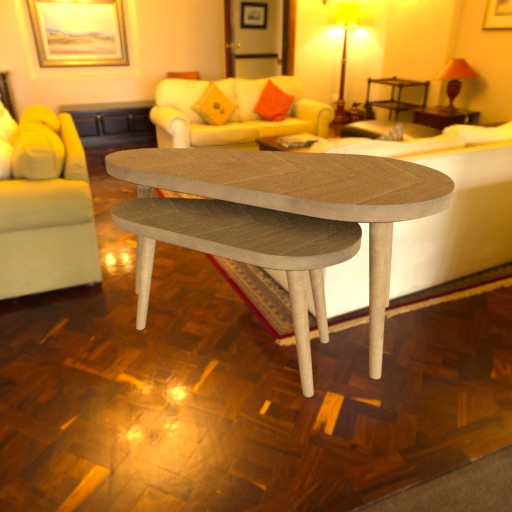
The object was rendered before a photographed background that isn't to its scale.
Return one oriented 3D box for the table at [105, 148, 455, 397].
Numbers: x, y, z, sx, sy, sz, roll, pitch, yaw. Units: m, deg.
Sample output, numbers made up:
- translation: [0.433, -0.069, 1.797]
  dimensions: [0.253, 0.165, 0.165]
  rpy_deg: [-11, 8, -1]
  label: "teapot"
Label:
- translation: [0.000, 0.000, 1.549]
  dimensions: [1.190, 0.595, 0.701]
  rpy_deg: [8, 28, 16]
  label: "table"
